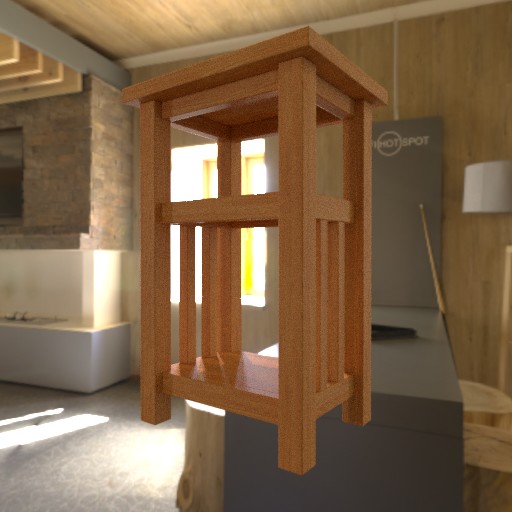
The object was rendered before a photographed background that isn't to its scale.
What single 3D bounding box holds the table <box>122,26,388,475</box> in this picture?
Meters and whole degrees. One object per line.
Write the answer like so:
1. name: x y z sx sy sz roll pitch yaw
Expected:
1. table: 0.000 0.000 0.738 0.350 0.550 0.270 0 1 36
